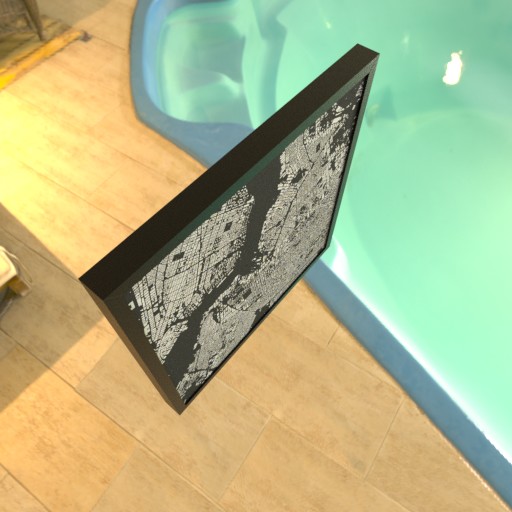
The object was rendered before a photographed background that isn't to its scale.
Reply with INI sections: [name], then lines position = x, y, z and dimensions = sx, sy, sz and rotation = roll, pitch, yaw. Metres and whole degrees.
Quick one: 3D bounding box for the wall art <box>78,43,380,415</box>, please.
[wall art]
position = 0.000, 0.000, 0.750
dimensions = 0.038, 0.506, 0.506
rotation = 35, 65, 20
